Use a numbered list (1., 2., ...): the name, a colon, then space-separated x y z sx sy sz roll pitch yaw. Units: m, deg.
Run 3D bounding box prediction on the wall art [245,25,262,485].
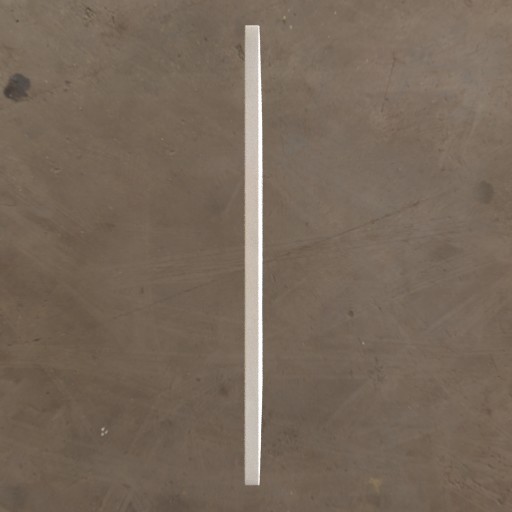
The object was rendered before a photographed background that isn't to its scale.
1. wall art: 0.000 0.000 1.629 0.039 0.915 1.219 0 89 1
